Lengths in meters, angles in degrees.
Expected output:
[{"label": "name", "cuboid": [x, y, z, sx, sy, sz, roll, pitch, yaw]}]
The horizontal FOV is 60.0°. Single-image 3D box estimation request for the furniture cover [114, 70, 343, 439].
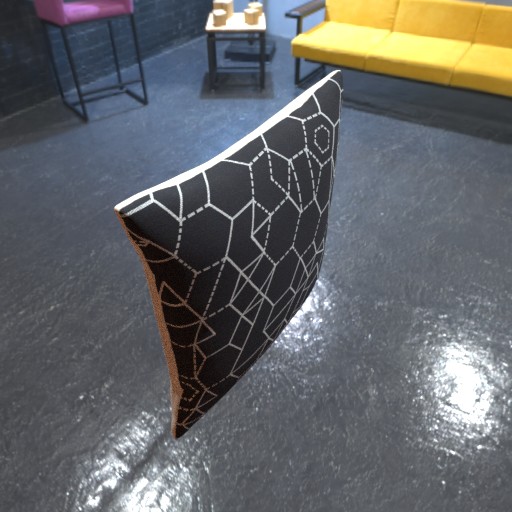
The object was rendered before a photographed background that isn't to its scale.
[{"label": "furniture cover", "cuboid": [0.000, 0.000, 0.789, 0.158, 0.508, 0.517, 25, 47, 25]}]
